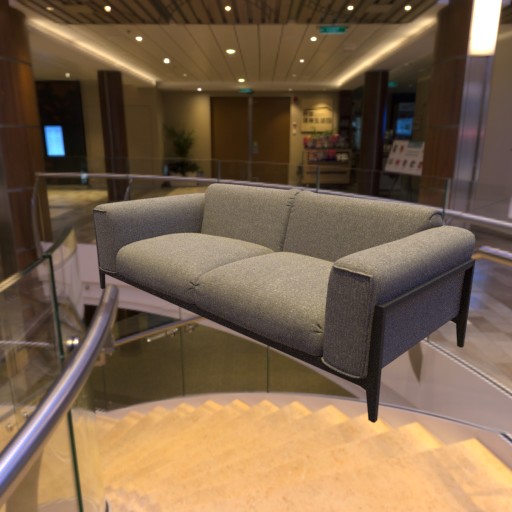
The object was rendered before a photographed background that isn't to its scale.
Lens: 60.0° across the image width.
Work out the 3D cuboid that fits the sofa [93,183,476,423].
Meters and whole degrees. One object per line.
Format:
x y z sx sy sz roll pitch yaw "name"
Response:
0.000 0.000 2.572 2.125 0.703 0.985 15 21 43 "sofa"
